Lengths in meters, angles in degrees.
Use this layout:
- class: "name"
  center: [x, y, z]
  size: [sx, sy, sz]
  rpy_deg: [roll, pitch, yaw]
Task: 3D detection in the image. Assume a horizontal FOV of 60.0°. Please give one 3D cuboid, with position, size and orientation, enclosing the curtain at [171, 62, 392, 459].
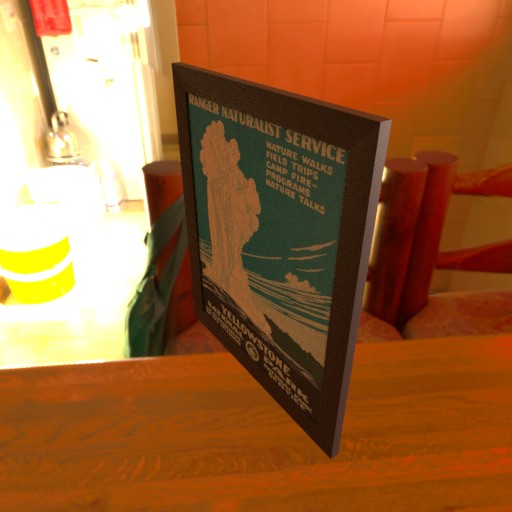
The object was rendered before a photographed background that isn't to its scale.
- class: "curtain"
  center: [0.000, 0.000, 0.793]
  size: [0.027, 0.585, 0.483]
  rpy_deg: [-21, 38, -30]
